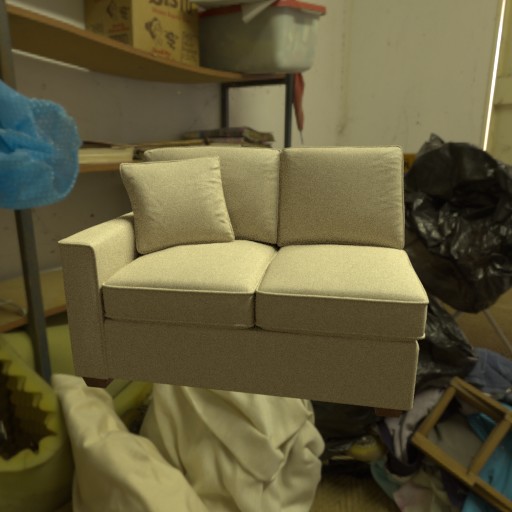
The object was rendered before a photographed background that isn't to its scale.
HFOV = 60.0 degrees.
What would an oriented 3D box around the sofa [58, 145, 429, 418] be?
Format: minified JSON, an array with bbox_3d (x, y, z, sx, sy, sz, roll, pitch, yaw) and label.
[{"bbox_3d":[0.000,0.000,2.061,1.388,0.989,0.991,3,15,10],"label":"sofa"}]
